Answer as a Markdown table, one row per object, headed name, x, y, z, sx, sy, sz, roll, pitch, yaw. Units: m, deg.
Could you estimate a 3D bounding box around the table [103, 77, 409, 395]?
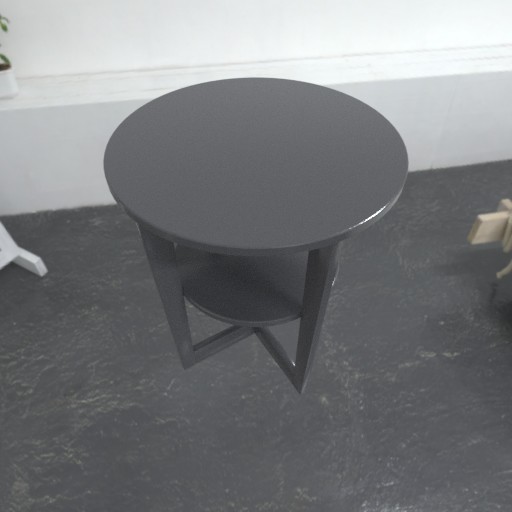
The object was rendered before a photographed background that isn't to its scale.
| name | x | y | z | sx | sy | sz | roll | pitch | yaw |
| --- | --- | --- | --- | --- | --- | --- | --- | --- | --- |
| table | 0.000 | 0.000 | 0.942 | 0.500 | 0.550 | 0.500 | 0 | 46 | 0 |
